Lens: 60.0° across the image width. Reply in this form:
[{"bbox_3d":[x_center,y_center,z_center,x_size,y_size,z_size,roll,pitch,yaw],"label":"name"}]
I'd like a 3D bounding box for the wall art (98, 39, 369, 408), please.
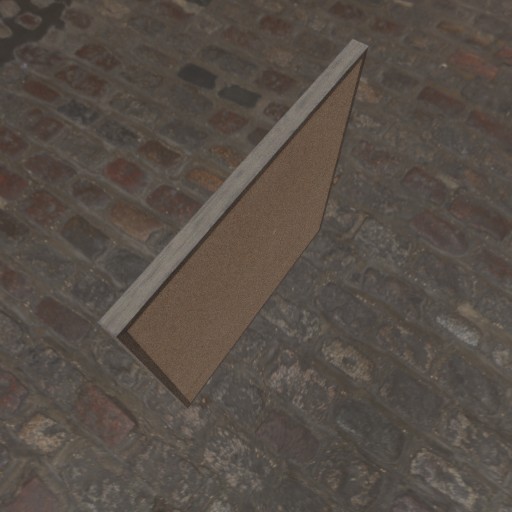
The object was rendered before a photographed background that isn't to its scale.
[{"bbox_3d":[0.000,0.000,1.133,0.038,0.762,0.762,32,68,15],"label":"wall art"}]
